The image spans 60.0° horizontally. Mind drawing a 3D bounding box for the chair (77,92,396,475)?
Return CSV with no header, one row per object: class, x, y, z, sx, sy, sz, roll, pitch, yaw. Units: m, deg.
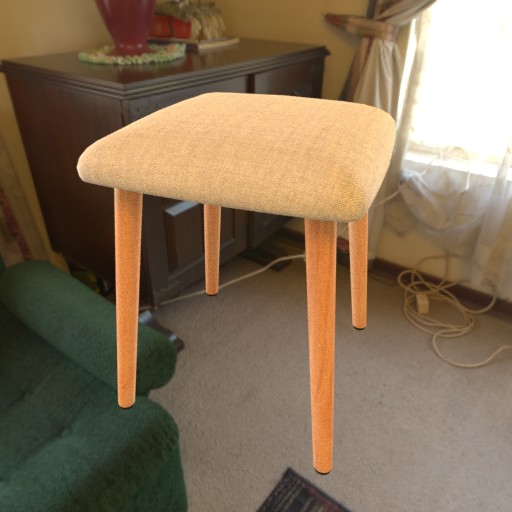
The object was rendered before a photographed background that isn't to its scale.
chair,0.000,0.000,0.681,0.350,0.440,0.350,11,33,17
